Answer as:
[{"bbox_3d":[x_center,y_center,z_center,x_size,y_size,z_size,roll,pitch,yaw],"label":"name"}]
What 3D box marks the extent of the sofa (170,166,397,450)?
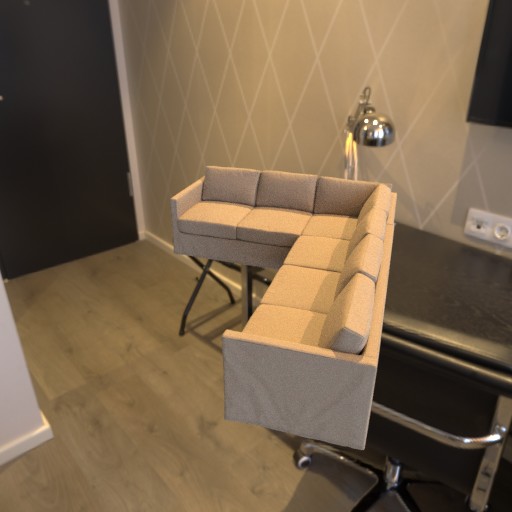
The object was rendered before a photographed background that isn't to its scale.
[{"bbox_3d":[0.000,0.000,4.218,2.432,0.871,3.182,8,28,16],"label":"sofa"}]
